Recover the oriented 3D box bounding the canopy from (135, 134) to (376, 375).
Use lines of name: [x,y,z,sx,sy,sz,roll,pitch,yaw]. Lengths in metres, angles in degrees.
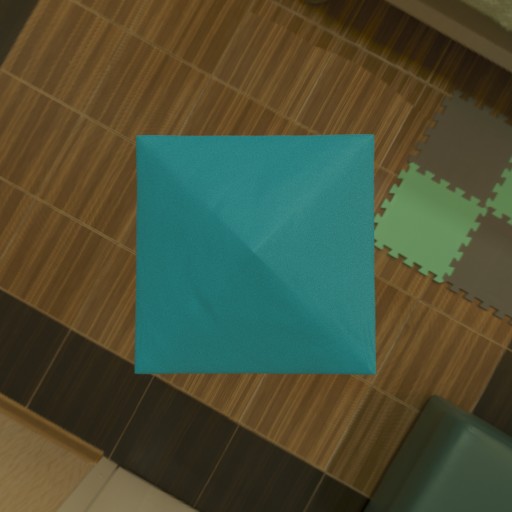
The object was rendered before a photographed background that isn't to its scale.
canopy: [0.000,0.000,6.623,3.599,3.600,3.600,0,89,1]
